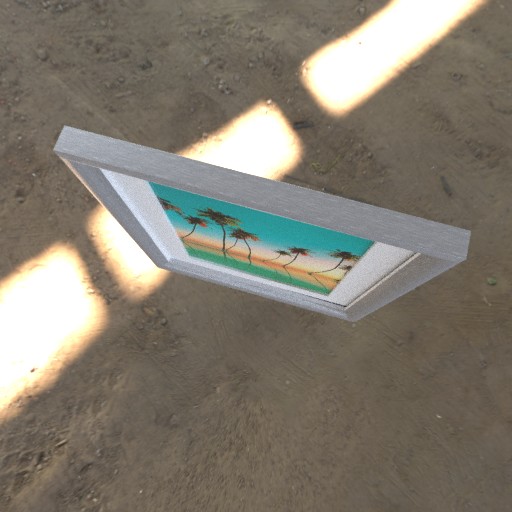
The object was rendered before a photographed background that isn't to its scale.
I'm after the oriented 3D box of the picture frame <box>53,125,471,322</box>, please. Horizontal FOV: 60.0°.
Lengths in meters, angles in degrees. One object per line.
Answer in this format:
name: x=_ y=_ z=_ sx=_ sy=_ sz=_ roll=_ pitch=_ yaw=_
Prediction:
picture frame: x=0.000 y=0.000 z=0.523 sx=0.327 sy=0.378 sz=0.027 roll=15 pitch=75 yaw=4
